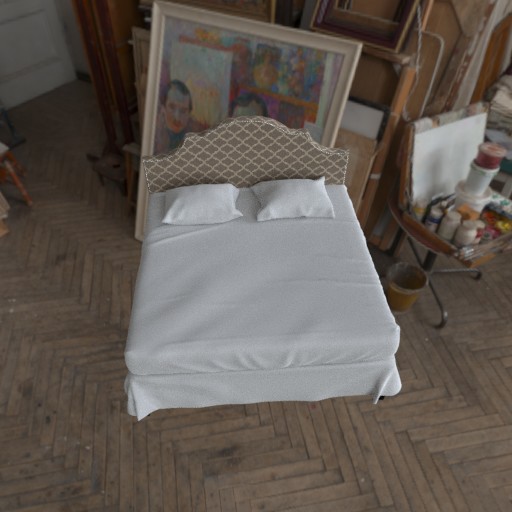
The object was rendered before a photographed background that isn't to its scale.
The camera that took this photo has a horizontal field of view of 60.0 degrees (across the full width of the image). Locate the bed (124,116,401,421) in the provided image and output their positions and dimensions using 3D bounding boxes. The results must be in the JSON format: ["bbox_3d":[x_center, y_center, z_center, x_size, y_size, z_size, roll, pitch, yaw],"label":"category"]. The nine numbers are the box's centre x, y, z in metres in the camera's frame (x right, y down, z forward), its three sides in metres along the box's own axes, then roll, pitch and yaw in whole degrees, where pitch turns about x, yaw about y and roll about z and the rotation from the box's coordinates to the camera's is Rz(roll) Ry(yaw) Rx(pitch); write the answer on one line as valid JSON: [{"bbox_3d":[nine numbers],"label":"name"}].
[{"bbox_3d":[0.000,0.000,3.831,2.314,1.601,2.222,-3,45,-3],"label":"bed"}]
